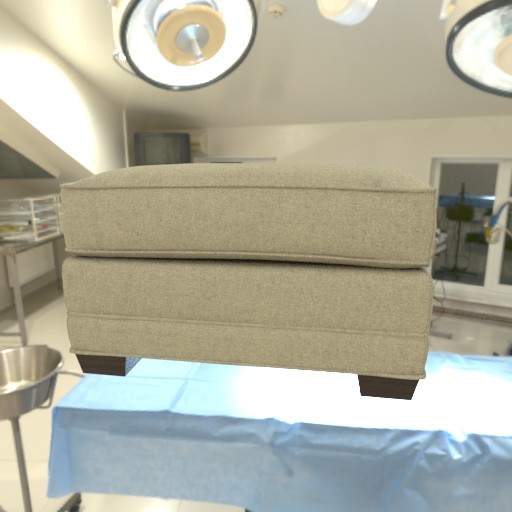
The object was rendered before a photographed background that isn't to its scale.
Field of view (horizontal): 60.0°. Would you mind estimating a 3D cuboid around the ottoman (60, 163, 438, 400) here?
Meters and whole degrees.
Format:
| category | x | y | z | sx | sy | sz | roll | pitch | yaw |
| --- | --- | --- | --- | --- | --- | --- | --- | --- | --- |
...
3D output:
| category | x | y | z | sx | sy | sz | roll | pitch | yaw |
| --- | --- | --- | --- | --- | --- | --- | --- | --- | --- |
| ottoman | 0.000 | 0.000 | 1.239 | 0.848 | 0.508 | 0.611 | 2 | 13 | 9 |
